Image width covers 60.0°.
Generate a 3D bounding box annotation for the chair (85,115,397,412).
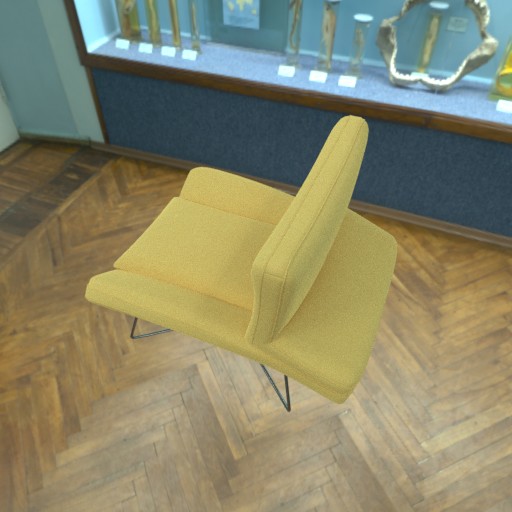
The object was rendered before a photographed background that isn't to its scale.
[{"bbox_3d":[0.000,0.000,1.697,1.008,0.855,0.859,17,48,16],"label":"chair"}]
